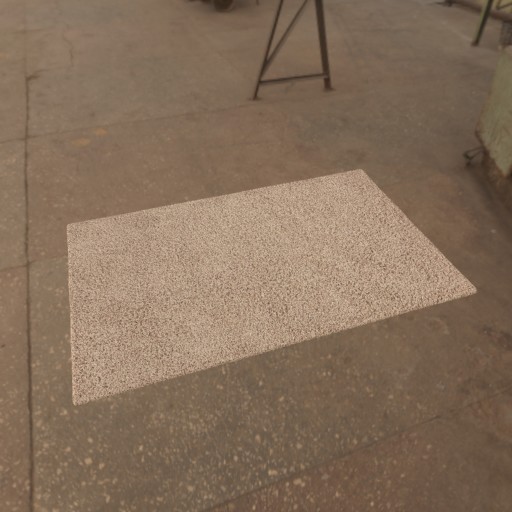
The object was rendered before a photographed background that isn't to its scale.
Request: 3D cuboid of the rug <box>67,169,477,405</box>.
[{"bbox_3d":[0.000,0.000,3.030,2.438,0.030,1.524,-13,44,-14],"label":"rug"}]
